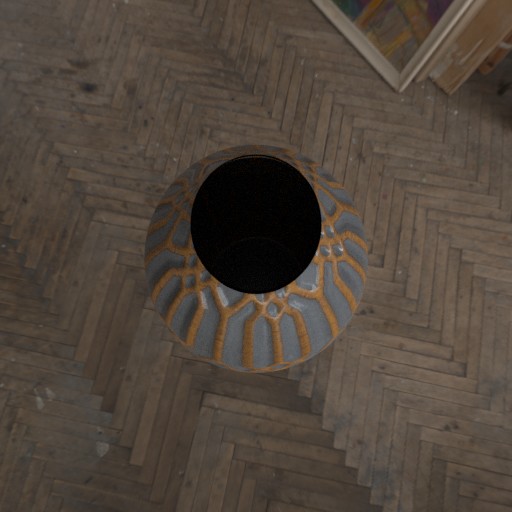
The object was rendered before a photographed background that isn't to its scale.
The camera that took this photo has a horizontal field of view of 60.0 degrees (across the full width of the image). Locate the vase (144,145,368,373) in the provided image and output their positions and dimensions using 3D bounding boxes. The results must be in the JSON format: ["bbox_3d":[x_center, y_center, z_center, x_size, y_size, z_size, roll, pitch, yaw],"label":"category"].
[{"bbox_3d":[0.000,0.000,0.135,0.069,0.088,0.069,0,75,0],"label":"vase"}]
